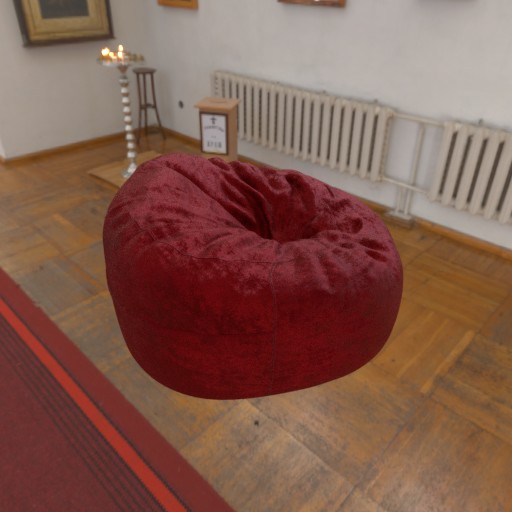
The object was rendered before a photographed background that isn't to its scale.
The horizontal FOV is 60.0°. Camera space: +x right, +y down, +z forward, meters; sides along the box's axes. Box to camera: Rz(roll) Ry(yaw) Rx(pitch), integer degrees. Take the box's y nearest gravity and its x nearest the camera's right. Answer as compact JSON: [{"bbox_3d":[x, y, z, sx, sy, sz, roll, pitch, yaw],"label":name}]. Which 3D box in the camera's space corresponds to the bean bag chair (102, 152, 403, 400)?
[{"bbox_3d":[0.000,0.000,2.391,1.524,0.878,1.524,-1,31,-1],"label":"bean bag chair"}]
